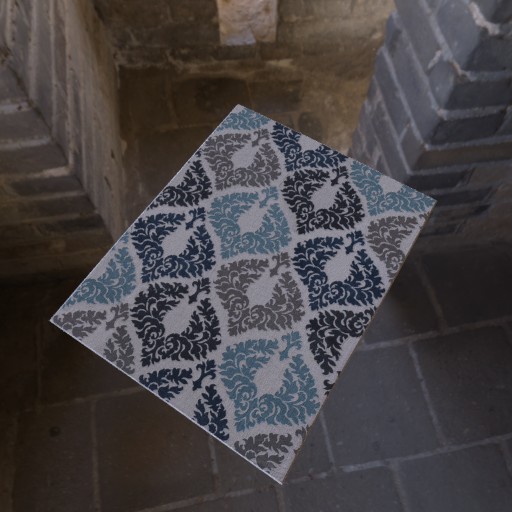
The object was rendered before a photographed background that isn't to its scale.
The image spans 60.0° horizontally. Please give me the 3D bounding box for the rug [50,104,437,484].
[{"bbox_3d":[0.000,0.000,4.204,2.423,0.014,3.040,30,68,14],"label":"rug"}]
